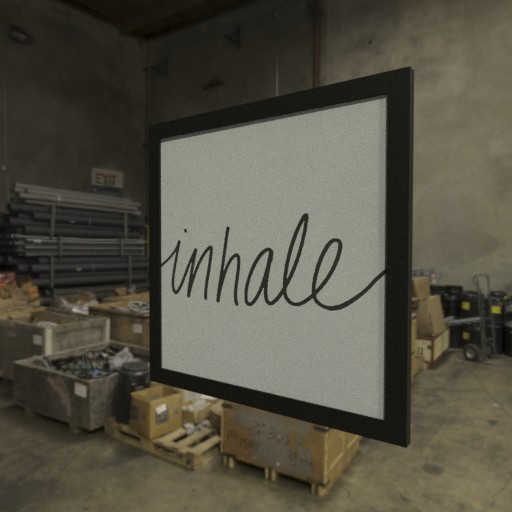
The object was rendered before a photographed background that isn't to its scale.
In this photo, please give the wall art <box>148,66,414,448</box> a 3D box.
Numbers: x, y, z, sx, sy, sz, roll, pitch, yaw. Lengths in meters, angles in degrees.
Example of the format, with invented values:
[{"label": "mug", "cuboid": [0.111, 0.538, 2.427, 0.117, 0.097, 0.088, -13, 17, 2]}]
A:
[{"label": "wall art", "cuboid": [0.000, 0.000, 0.520, 0.356, 0.356, 0.013, 1, 2, 35]}]
